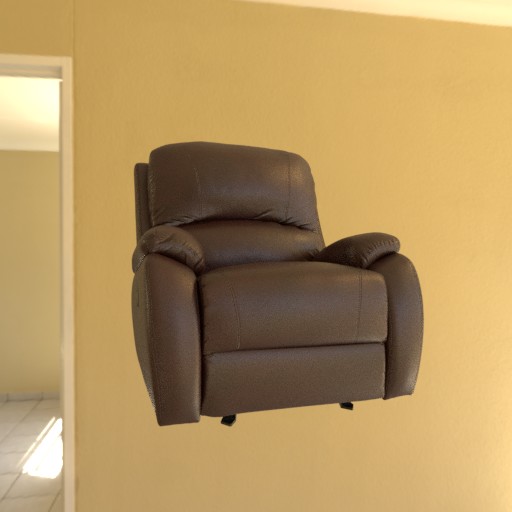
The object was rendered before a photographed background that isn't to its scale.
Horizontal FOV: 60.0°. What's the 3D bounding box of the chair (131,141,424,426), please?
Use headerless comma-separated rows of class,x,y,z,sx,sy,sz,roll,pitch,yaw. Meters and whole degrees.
chair,0.000,0.000,1.734,0.930,1.011,0.899,0,0,-19
